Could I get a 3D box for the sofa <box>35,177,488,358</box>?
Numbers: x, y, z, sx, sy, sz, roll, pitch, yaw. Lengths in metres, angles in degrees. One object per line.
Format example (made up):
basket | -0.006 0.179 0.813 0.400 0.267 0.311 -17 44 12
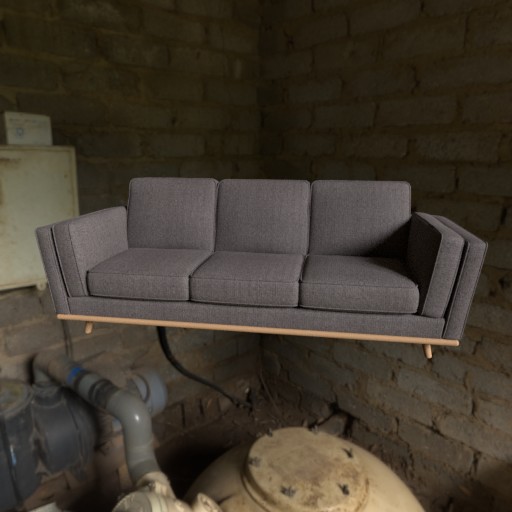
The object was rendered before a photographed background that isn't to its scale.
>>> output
sofa | 0.000 0.000 2.730 2.362 0.899 0.903 2 14 9
